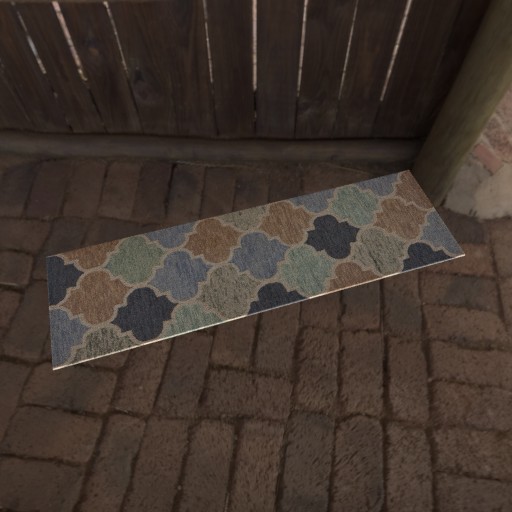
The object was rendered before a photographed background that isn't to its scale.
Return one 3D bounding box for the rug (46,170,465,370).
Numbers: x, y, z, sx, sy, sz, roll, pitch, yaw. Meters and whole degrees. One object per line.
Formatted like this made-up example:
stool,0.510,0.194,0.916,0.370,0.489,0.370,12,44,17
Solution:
rug,0.000,0.000,2.524,2.287,0.011,0.687,-14,59,-9
